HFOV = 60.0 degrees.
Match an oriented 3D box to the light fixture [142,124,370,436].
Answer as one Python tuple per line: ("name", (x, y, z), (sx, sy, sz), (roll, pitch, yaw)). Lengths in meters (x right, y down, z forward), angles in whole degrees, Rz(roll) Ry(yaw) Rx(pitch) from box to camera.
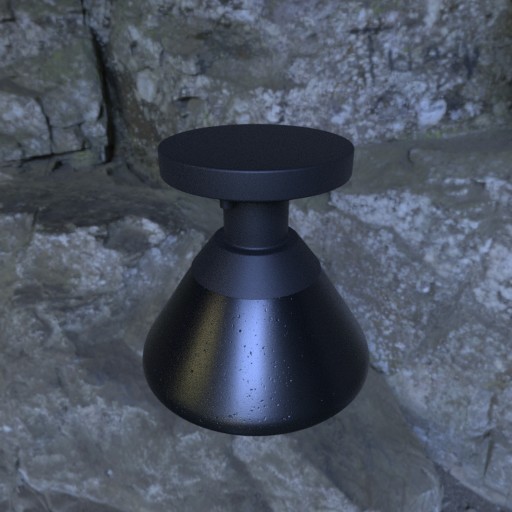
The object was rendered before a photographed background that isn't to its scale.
("light fixture", (0.000, 0.000, 0.360), (0.200, 0.183, 0.200), (0, 27, 0))
